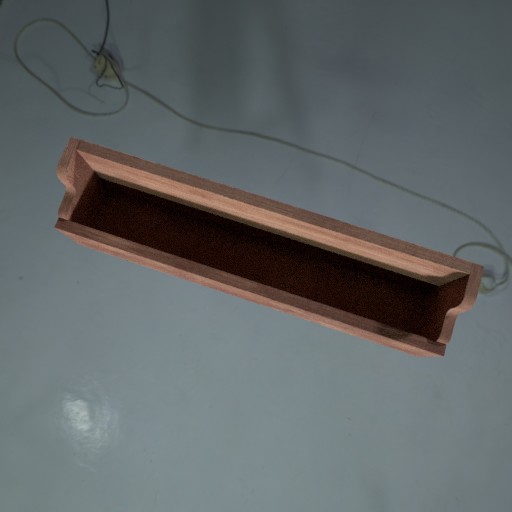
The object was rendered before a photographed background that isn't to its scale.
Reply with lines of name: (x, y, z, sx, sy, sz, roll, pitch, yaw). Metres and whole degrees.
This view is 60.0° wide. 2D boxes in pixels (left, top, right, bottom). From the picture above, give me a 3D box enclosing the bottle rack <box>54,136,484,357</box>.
bottle rack: (0.000, 0.000, 0.703, 0.608, 0.196, 0.126, 18, 78, 4)
